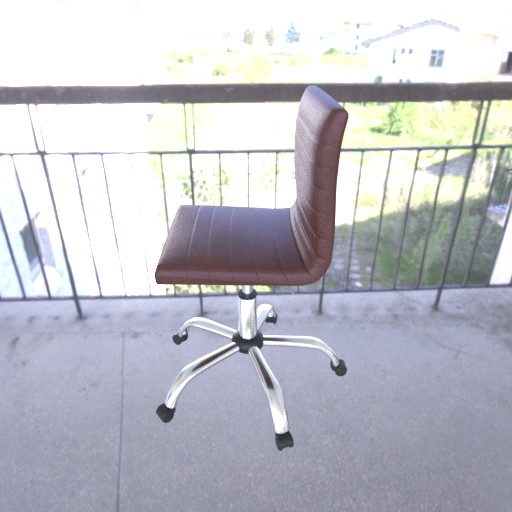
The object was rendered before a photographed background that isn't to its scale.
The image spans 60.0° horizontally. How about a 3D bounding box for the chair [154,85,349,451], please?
[{"bbox_3d":[0.000,0.000,1.125,0.530,0.780,0.556,-1,27,-1],"label":"chair"}]
